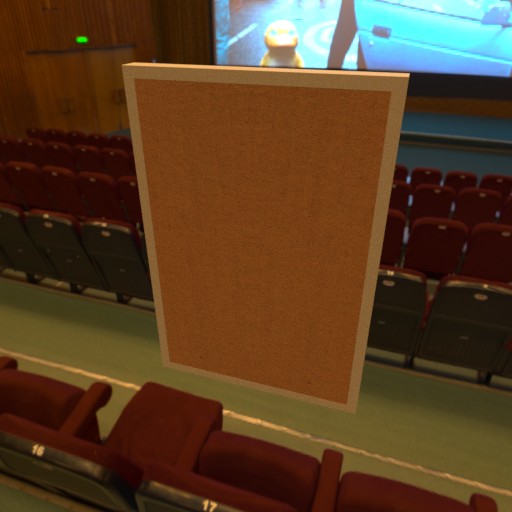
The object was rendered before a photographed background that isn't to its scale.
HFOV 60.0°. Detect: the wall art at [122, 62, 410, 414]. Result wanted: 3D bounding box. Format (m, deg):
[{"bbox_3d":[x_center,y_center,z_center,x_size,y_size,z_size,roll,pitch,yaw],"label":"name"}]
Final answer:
[{"bbox_3d":[0.000,0.000,0.547,0.293,0.428,0.025,9,31,16],"label":"wall art"}]
